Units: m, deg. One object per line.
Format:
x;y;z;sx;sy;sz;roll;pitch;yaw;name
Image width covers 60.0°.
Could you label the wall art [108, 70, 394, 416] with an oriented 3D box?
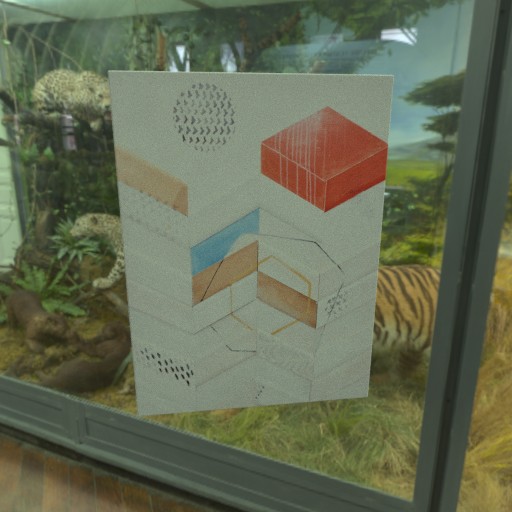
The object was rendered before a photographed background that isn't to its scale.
0.000;0.000;1.327;0.759;1.014;0.045;-2;16;-8;wall art
